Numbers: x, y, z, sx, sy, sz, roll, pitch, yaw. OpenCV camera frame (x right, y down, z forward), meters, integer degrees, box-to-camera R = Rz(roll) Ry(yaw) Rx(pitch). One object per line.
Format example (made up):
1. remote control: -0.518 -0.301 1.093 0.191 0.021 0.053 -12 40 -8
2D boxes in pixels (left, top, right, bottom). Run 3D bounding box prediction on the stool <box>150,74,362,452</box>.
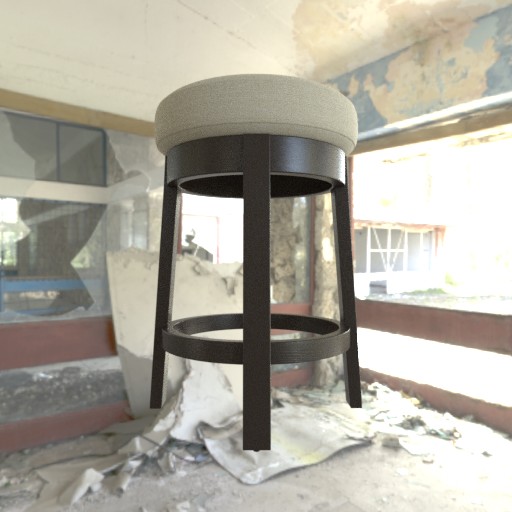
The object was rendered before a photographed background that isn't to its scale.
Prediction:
1. stool: 0.000 0.000 0.958 0.449 0.655 0.449 0 0 0
